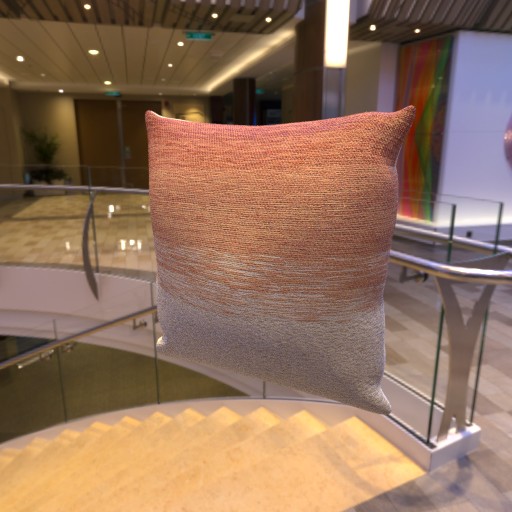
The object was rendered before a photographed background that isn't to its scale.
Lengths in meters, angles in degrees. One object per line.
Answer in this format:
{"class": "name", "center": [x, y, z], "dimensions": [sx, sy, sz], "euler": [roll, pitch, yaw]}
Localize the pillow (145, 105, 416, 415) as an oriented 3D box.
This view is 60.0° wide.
{"class": "pillow", "center": [0.000, 0.000, 0.686], "dimensions": [0.440, 0.441, 0.182], "euler": [8, 17, 28]}
